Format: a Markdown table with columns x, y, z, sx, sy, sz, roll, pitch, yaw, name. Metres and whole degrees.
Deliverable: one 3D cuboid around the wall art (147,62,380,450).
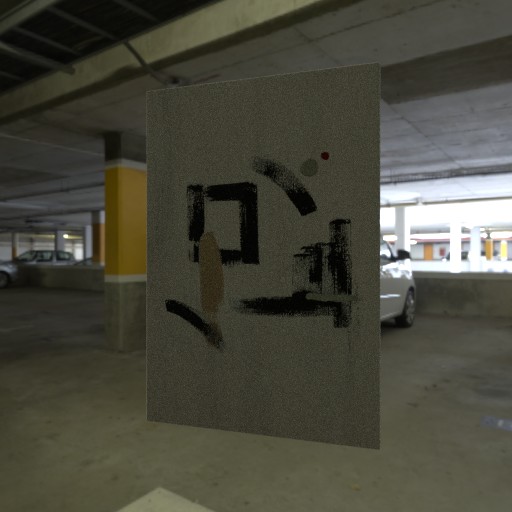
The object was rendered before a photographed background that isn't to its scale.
| x | y | z | sx | sy | sz | roll | pitch | yaw | name |
| --- | --- | --- | --- | --- | --- | --- | --- | --- | --- |
| 0.000 | 0.000 | 1.157 | 0.624 | 0.914 | 0.043 | 0 | 0 | 17 | wall art |
